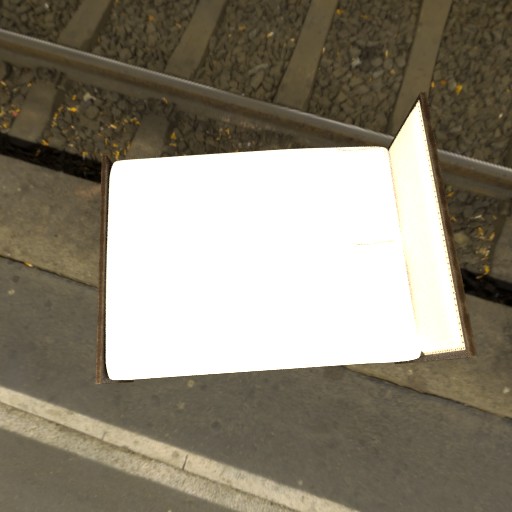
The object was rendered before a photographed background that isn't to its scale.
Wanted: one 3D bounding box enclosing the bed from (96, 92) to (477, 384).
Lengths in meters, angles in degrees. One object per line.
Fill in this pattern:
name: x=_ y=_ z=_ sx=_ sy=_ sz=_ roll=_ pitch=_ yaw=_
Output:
bed: x=0.000 y=0.000 z=3.149 sx=2.221 sy=1.313 sz=1.607 roll=-4 pitch=75 yaw=-1
